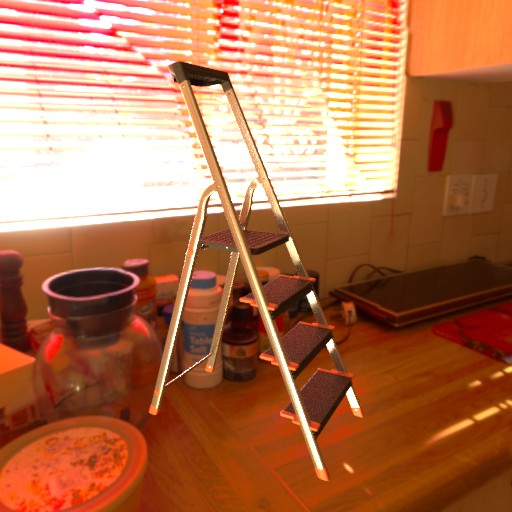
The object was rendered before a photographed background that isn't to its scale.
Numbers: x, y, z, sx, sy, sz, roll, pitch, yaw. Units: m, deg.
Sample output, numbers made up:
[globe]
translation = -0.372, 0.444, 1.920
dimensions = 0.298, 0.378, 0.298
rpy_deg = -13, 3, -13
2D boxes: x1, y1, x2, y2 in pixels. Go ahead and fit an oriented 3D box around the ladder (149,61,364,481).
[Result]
[ladder]
translation = 0.000, 0.000, 1.761
dimensions = 0.834, 1.429, 0.452
rpy_deg = 8, 17, 28
